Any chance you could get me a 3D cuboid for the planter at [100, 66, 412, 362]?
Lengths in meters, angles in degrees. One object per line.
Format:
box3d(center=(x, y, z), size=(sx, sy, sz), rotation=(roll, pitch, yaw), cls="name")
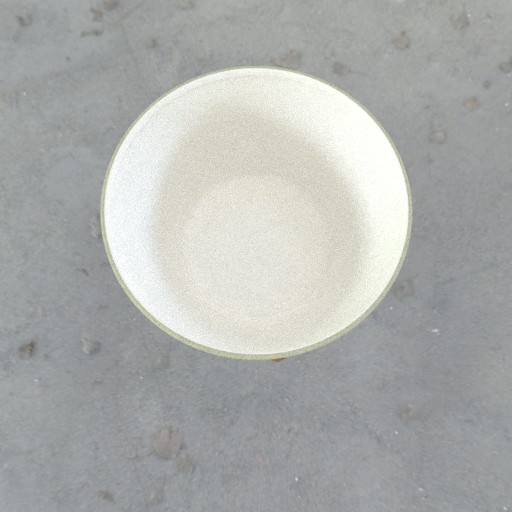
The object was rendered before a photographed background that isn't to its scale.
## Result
box3d(center=(0.000, 0.000, 0.739), size=(0.350, 0.504, 0.350), rotation=(-20, 76, -5), cls="planter")
